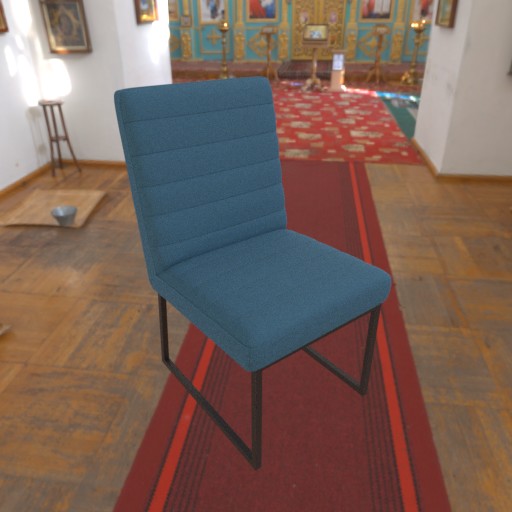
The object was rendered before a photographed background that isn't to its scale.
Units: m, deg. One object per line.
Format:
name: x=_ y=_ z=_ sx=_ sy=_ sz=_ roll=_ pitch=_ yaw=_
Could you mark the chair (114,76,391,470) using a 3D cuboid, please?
chair: x=0.000 y=0.000 z=1.324 sx=0.520 sy=0.930 sz=0.634 roll=-20 pitch=34 yaw=-33
